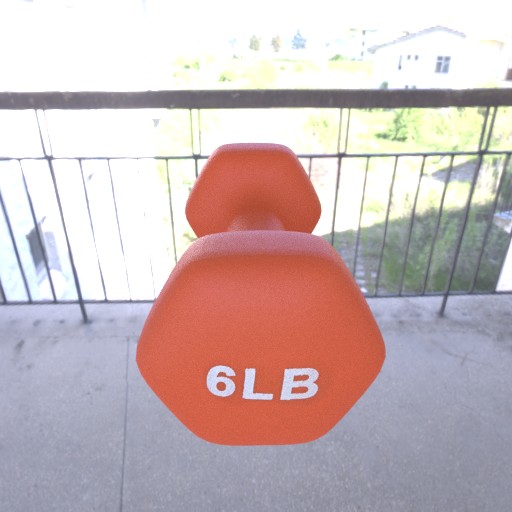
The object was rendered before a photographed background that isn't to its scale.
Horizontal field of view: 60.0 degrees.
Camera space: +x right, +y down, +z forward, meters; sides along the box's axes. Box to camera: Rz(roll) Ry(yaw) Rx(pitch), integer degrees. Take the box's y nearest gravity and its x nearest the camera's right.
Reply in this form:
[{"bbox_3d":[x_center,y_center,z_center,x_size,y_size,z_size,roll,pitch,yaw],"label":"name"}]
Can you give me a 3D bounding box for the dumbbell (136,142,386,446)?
[{"bbox_3d":[0.000,0.000,0.198,0.079,0.071,0.162,0,26,-1],"label":"dumbbell"}]
